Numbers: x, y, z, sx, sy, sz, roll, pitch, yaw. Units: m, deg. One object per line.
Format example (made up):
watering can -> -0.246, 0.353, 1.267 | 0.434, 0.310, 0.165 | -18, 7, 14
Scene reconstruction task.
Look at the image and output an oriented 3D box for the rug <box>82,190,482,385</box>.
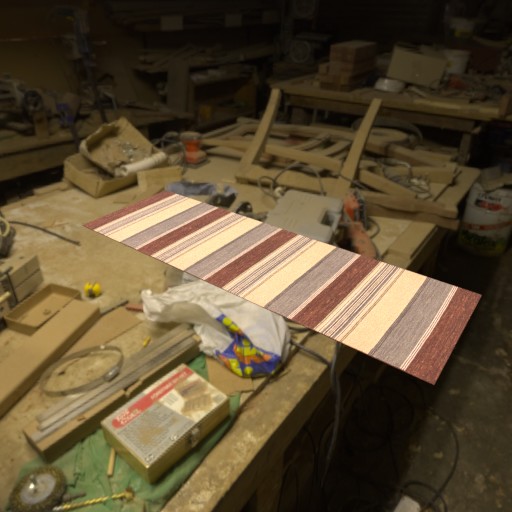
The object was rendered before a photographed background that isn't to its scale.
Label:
rug -> 0.000, 0.000, 2.737 | 2.437, 0.006, 0.792 | 21, 37, 31
